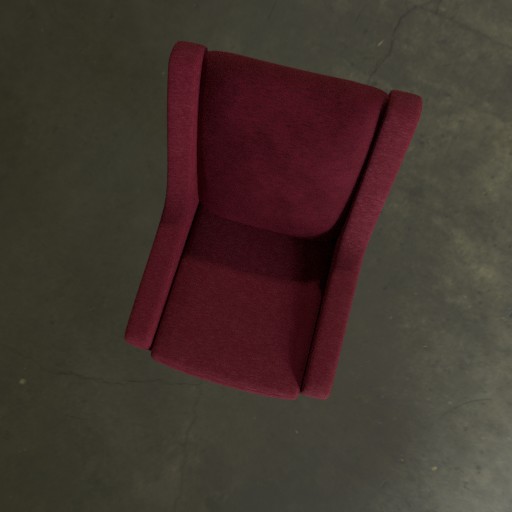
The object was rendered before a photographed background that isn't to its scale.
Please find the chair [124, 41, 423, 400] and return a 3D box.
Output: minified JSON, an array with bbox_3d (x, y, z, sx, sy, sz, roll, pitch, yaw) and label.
[{"bbox_3d":[0.000,0.000,1.697,0.793,1.017,0.985,15,75,4],"label":"chair"}]
